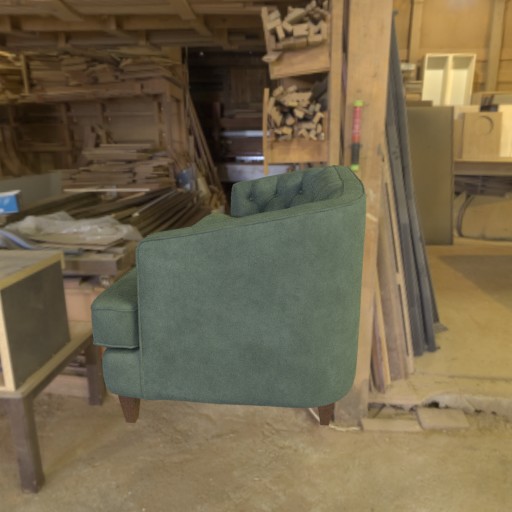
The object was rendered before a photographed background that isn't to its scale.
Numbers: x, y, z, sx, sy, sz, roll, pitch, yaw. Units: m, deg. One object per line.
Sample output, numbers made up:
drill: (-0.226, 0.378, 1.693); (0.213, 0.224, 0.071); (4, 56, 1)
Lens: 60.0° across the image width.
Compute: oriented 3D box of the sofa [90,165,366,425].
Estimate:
sofa: (0.000, 0.000, 2.236); (0.941, 0.855, 1.733); (2, 16, 8)
